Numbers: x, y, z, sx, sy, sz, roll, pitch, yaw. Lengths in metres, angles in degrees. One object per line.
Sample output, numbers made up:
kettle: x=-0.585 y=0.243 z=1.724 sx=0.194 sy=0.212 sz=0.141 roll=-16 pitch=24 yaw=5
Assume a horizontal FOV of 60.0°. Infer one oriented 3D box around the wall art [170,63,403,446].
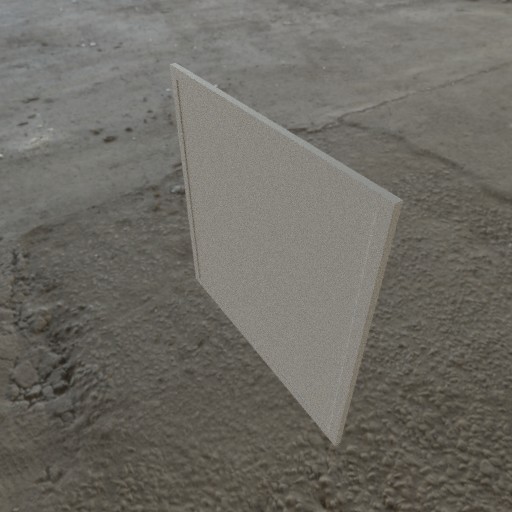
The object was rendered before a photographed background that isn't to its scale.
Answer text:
wall art: x=0.000 y=0.000 z=0.996 sx=0.015 sy=0.660 sz=0.660 roll=-24 pitch=46 yaw=-25
